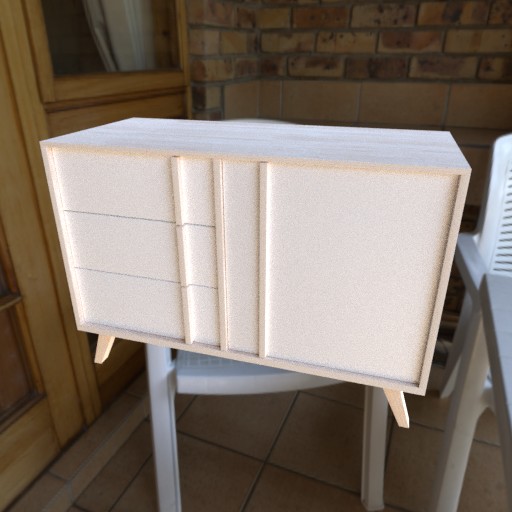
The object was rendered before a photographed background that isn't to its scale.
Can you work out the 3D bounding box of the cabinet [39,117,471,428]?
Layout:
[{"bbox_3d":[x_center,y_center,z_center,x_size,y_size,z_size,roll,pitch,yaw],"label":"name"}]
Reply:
[{"bbox_3d":[0.000,0.000,1.473,1.110,0.780,0.500,7,26,15],"label":"cabinet"}]
